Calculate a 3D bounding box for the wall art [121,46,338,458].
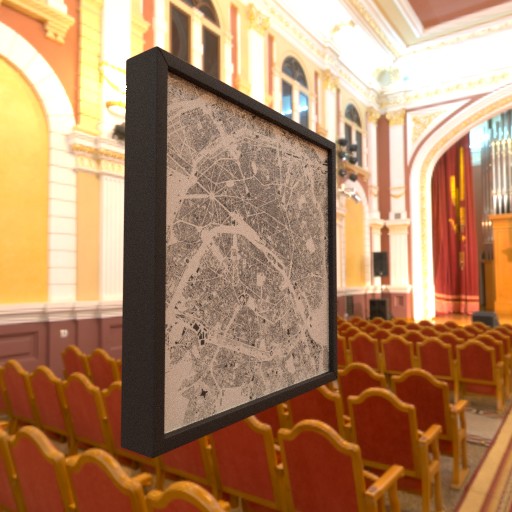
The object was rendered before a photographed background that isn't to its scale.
[{"bbox_3d":[0.000,0.000,0.460,0.037,0.305,0.305,-2,-3,36],"label":"wall art"}]
